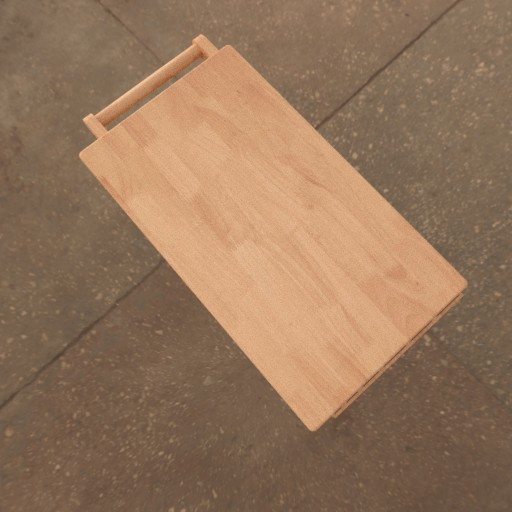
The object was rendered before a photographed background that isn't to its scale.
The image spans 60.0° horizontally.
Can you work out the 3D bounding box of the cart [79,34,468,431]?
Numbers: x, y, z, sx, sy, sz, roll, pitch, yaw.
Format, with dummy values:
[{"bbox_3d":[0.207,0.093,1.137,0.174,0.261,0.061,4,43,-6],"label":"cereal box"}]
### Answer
[{"bbox_3d":[0.000,0.000,1.357,0.432,0.879,0.853,-40,79,-9],"label":"cart"}]
